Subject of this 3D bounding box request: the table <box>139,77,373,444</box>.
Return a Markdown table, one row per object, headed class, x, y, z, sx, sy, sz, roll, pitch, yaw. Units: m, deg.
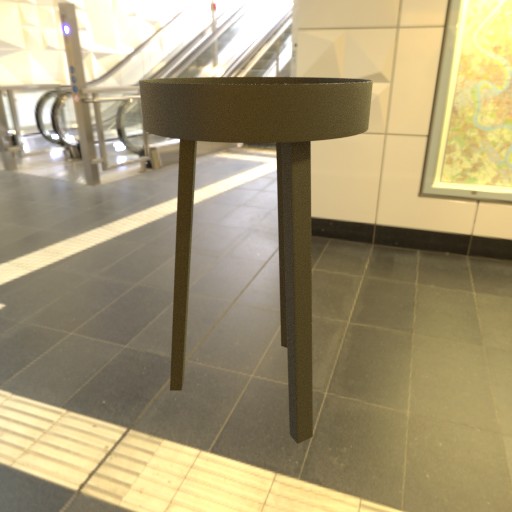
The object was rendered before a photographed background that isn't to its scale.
| class | x | y | z | sx | sy | sz | roll | pitch | yaw |
| --- | --- | --- | --- | --- | --- | --- | --- | --- | --- |
| table | 0.000 | 0.000 | 0.928 | 0.406 | 0.686 | 0.406 | 0 | 23 | 0 |
